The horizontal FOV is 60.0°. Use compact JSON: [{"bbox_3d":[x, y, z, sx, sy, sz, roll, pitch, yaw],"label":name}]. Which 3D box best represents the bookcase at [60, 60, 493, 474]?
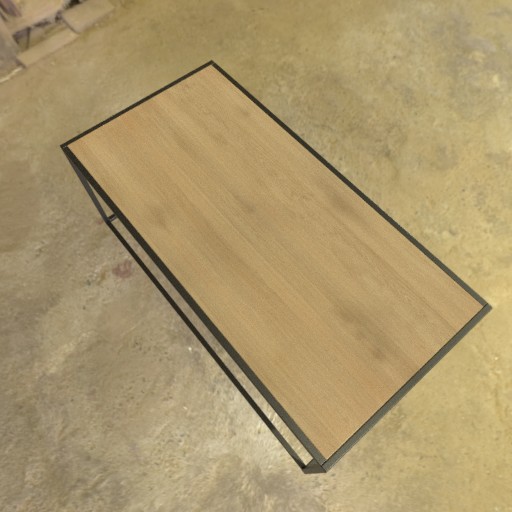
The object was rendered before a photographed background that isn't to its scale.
[{"bbox_3d":[0.000,0.000,1.232,0.500,0.400,1.000,-37,69,-17],"label":"bookcase"}]
